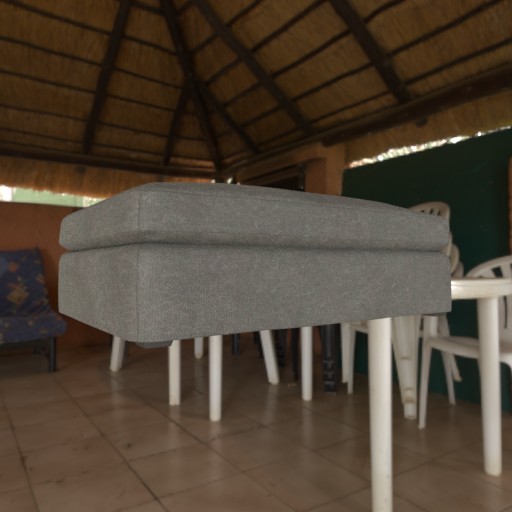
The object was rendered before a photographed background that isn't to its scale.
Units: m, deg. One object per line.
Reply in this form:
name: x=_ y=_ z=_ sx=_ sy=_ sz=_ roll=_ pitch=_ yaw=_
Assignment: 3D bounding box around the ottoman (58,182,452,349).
ottoman: x=0.000 y=0.000 z=1.600 sx=1.199 sy=0.429 sz=0.840 roll=1 pitch=-1 yaw=-35
